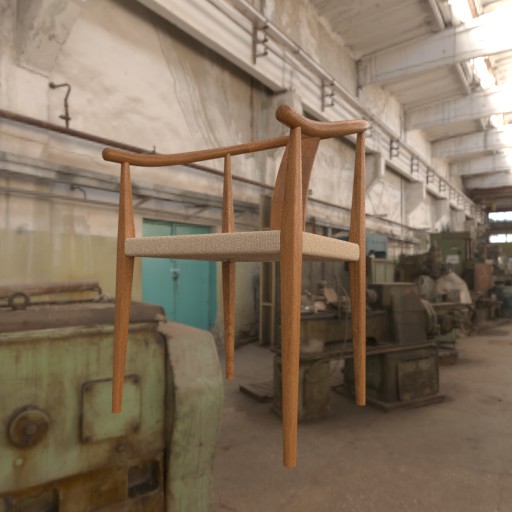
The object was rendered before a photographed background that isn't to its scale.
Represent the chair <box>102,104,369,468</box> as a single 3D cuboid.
[{"bbox_3d":[0.000,0.000,1.189,0.556,0.800,0.579,-1,-1,36],"label":"chair"}]
